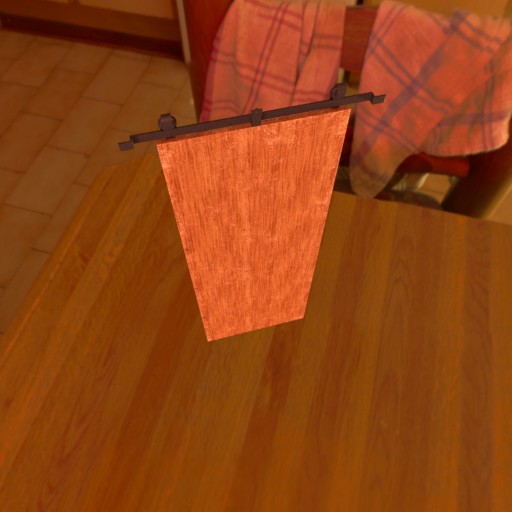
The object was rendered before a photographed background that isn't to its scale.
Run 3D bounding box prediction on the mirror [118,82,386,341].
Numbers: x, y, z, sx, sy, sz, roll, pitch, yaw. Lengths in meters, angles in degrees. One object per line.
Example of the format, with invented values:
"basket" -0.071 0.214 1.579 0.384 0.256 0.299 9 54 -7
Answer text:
"mirror" 0.000 0.000 2.083 0.847 1.793 0.042 -13 60 -8
